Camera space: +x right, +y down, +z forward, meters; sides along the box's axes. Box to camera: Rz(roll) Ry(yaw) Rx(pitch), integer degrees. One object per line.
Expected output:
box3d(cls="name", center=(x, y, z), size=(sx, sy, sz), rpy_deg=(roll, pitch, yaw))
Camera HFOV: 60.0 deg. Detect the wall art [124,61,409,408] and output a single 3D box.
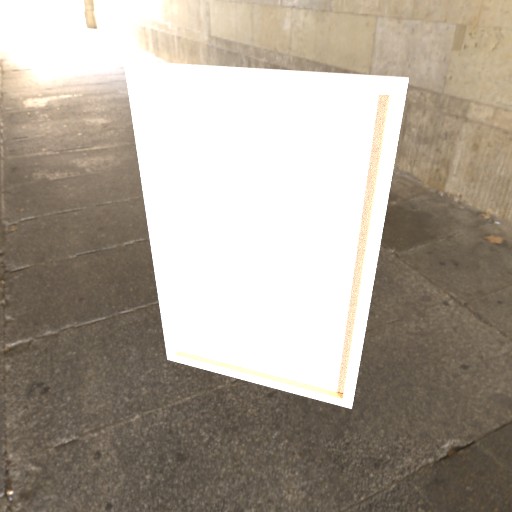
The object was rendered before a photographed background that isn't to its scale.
box3d(cls="wall art", center=(0.000, 0.000, 1.160), size=(0.607, 0.912, 0.038), rpy_deg=(10, 34, 16))
